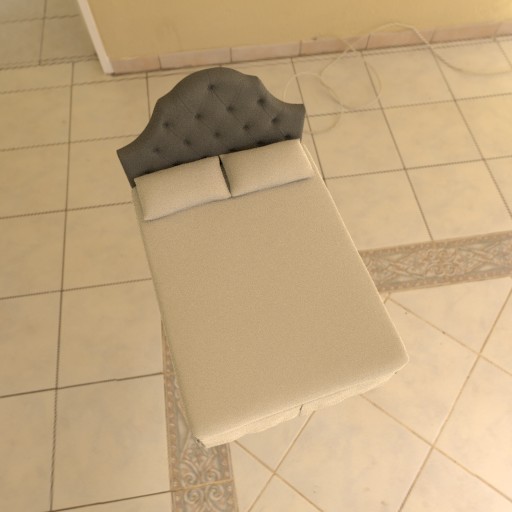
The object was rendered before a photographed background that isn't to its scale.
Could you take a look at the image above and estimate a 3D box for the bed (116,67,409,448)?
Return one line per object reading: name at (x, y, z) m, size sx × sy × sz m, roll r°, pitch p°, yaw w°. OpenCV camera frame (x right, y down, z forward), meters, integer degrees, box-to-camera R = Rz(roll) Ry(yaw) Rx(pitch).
bed at (0.000, 0.000, 3.229) m, size 1.636 × 1.575 × 2.155 m, roll -17°, pitch 64°, yaw -8°
